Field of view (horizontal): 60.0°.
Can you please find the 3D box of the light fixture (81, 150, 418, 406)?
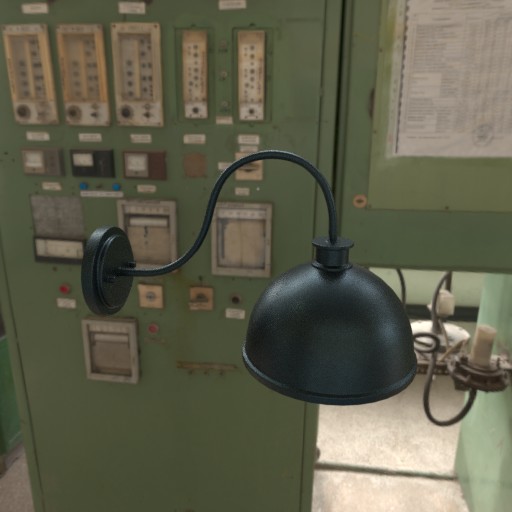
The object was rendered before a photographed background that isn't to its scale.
[{"bbox_3d":[0.000,0.000,0.632,0.467,0.295,0.253,3,17,8],"label":"light fixture"}]
